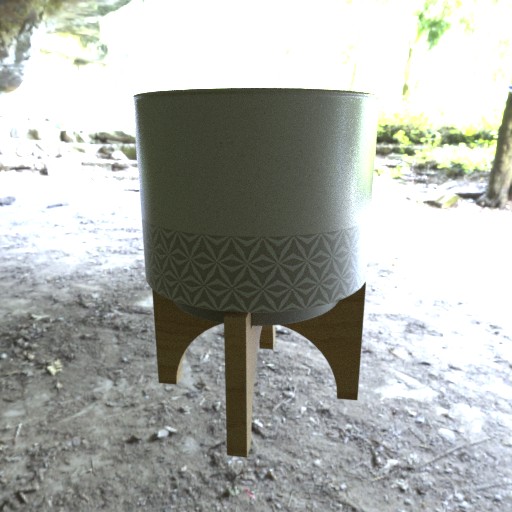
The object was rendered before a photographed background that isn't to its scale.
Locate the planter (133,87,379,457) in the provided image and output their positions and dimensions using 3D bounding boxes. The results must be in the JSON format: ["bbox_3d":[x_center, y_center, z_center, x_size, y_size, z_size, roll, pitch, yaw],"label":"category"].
[{"bbox_3d":[0.000,0.000,0.385,0.188,0.260,0.188,0,16,0],"label":"planter"}]
